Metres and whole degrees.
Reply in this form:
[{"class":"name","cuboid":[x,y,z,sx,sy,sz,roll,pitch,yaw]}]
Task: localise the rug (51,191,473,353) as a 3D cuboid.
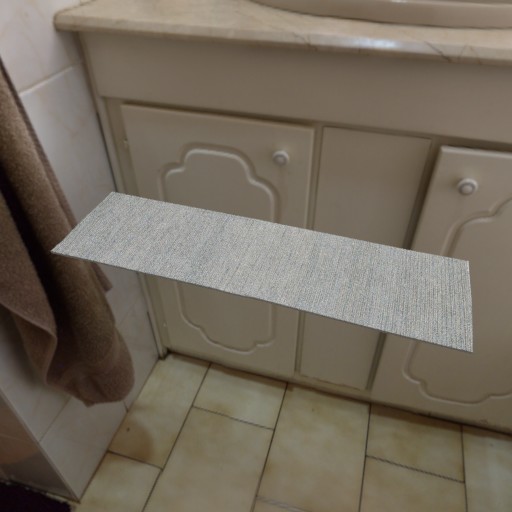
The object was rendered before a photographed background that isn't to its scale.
[{"class":"rug","cuboid":[0.000,0.000,2.562,2.341,0.037,0.675,12,42,14]}]
